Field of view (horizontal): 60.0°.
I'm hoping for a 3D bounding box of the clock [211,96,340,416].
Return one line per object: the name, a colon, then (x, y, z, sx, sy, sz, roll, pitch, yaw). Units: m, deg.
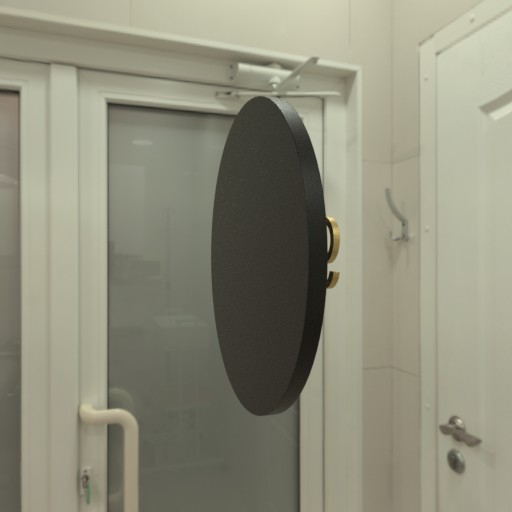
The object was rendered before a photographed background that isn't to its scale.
clock: (0.000, 0.000, 0.670, 0.038, 0.454, 0.454, 0, 0, -18)
